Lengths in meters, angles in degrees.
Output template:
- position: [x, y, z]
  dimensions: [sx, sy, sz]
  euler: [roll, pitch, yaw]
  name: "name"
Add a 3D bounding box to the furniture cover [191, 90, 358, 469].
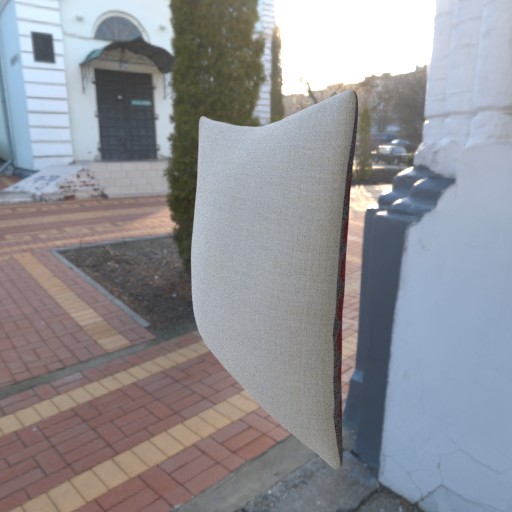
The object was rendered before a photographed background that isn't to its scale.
- position: [0.000, 0.000, 0.649]
  dimensions: [0.145, 0.420, 0.435]
  euler: [-7, 16, -26]
  name: "furniture cover"
